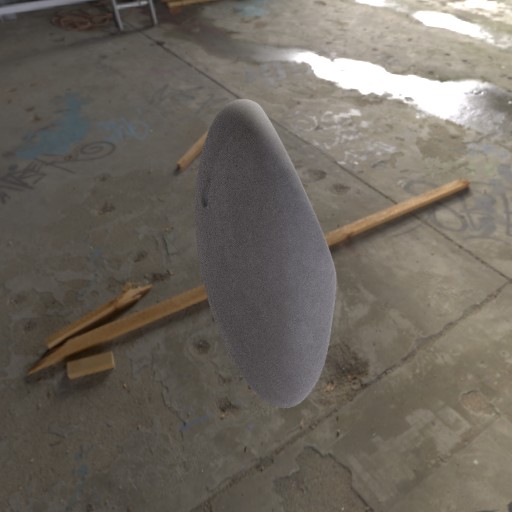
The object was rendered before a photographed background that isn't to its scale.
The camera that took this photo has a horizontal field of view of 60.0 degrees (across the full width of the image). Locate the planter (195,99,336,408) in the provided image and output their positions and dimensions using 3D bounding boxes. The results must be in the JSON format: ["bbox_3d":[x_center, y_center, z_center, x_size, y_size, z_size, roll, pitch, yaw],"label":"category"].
[{"bbox_3d":[0.000,0.000,0.283,0.071,0.188,0.185,-10,46,-10],"label":"planter"}]
